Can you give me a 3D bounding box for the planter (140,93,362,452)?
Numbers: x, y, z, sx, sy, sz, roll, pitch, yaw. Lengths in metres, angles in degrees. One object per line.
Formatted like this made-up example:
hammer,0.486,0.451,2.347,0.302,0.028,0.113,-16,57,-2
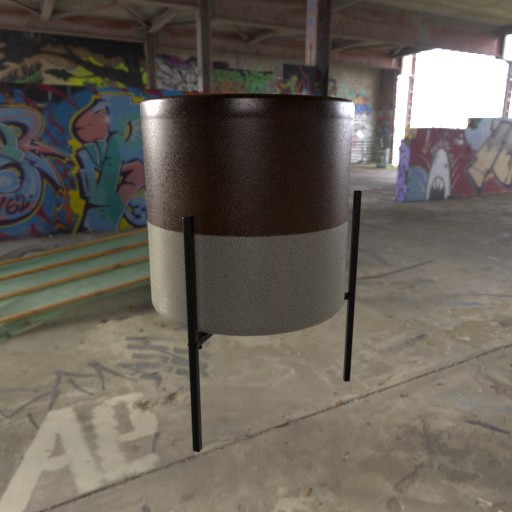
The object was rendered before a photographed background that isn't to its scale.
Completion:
planter,0.000,0.000,0.573,0.269,0.375,0.255,-2,15,-8
